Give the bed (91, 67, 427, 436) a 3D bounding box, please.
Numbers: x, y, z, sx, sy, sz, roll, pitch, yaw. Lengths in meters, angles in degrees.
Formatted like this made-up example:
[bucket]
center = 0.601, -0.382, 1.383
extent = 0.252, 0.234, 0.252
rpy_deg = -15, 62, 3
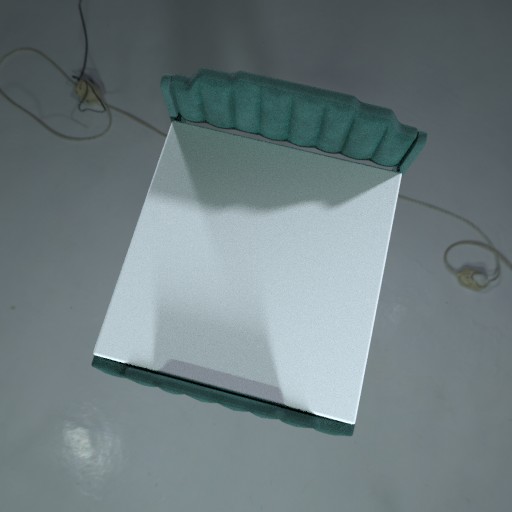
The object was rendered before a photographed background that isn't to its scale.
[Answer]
[bed]
center = 0.000, 0.000, 3.490
extent = 2.074, 1.245, 2.340
rpy_deg = 14, 76, 4
